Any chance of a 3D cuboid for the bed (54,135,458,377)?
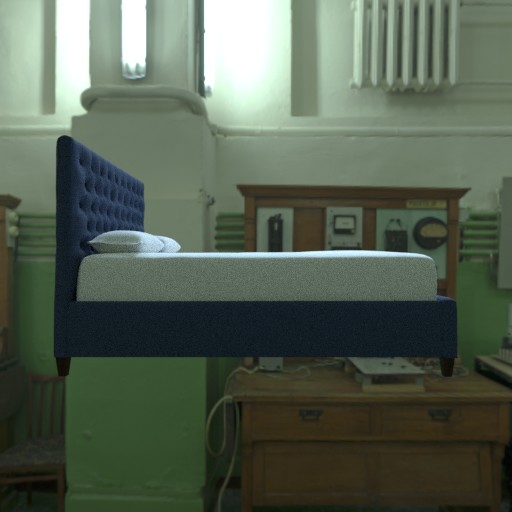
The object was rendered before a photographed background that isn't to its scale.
[{"bbox_3d":[0.000,0.000,3.436,2.387,1.427,1.706,0,0,0],"label":"bed"}]
